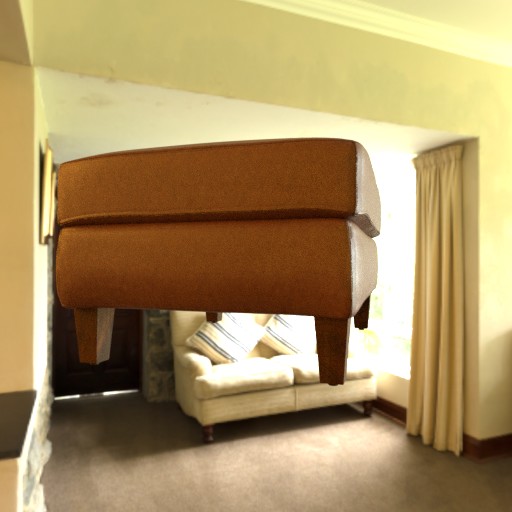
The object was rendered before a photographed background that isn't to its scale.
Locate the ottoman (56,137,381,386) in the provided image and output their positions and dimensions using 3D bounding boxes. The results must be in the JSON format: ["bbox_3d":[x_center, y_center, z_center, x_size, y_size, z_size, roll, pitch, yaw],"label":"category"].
[{"bbox_3d":[0.000,0.000,1.224,0.650,0.485,0.851,0,0,18],"label":"ottoman"}]
